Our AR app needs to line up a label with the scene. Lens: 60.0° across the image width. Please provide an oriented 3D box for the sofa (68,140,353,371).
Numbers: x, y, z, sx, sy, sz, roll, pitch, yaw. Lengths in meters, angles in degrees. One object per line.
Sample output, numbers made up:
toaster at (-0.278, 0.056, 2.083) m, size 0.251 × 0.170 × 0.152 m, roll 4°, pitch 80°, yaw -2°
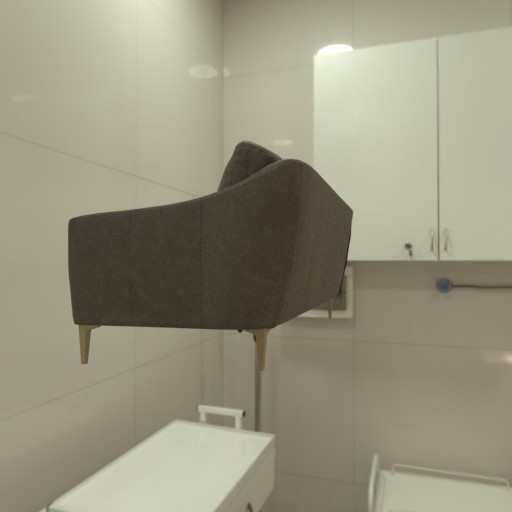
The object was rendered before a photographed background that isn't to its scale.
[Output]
sofa at (0.000, 0.000, 2.586) m, size 0.960 × 0.902 × 2.036 m, roll 0°, pitch -1°, yaw 18°
